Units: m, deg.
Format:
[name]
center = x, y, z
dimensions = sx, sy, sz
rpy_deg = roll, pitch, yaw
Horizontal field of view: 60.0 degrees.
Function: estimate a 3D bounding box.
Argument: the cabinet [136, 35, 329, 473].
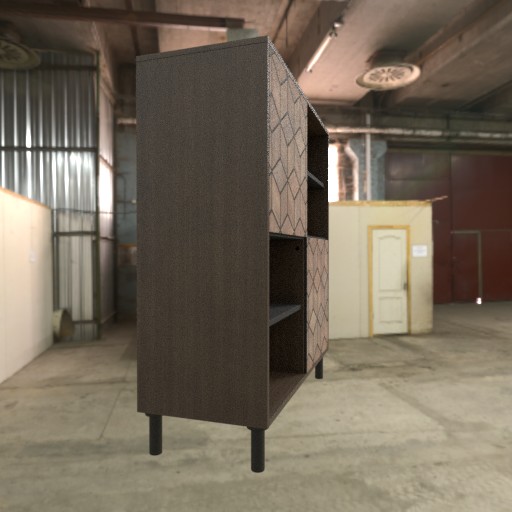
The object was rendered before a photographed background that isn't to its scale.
[cabinet]
center = 0.000, 0.000, 1.711
dimensions = 0.400, 1.170, 1.010
rpy_deg = 0, 1, 18
